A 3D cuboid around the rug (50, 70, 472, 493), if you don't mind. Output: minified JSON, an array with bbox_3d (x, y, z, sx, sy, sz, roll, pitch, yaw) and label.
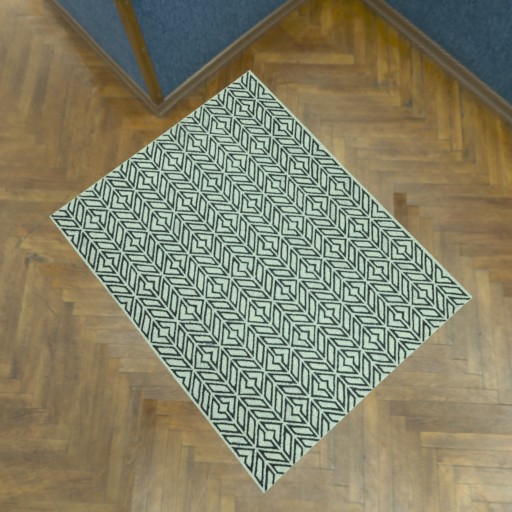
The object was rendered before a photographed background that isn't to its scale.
[{"bbox_3d":[0.000,0.000,3.998,2.421,0.008,3.045,-39,79,-9],"label":"rug"}]
